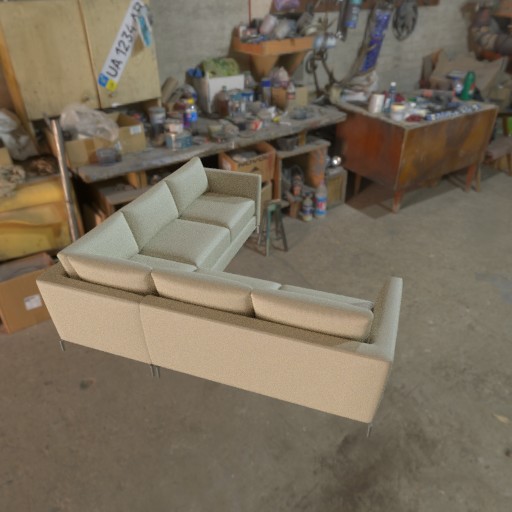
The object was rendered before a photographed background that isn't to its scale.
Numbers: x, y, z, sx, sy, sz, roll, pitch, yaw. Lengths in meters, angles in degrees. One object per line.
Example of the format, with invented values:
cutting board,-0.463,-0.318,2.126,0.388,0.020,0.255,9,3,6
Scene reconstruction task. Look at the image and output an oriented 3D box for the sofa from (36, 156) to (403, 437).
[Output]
sofa,0.000,0.000,3.842,2.430,0.867,2.448,10,33,17
